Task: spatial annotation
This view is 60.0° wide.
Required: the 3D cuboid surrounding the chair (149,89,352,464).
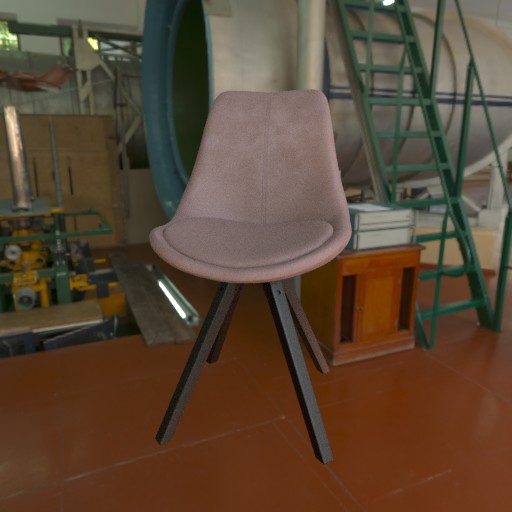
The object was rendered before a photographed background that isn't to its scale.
[{"bbox_3d":[0.000,0.000,1.161,0.483,0.865,0.547,3,15,9],"label":"chair"}]
